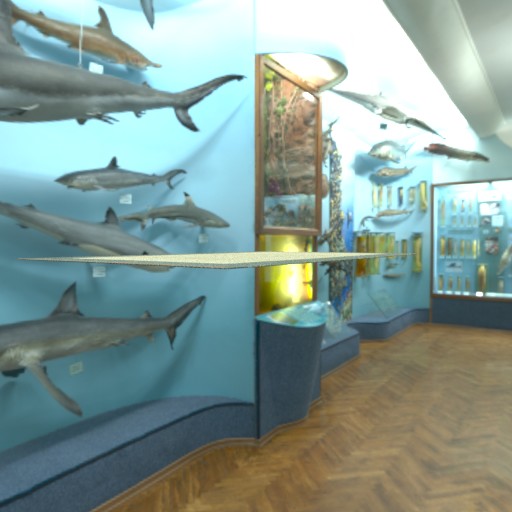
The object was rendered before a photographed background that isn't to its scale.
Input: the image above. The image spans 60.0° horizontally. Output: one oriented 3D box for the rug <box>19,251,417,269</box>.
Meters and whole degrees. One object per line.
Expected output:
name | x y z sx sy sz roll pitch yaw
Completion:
rug | 0.000 0.000 2.987 1.521 0.006 2.435 1 2 36
